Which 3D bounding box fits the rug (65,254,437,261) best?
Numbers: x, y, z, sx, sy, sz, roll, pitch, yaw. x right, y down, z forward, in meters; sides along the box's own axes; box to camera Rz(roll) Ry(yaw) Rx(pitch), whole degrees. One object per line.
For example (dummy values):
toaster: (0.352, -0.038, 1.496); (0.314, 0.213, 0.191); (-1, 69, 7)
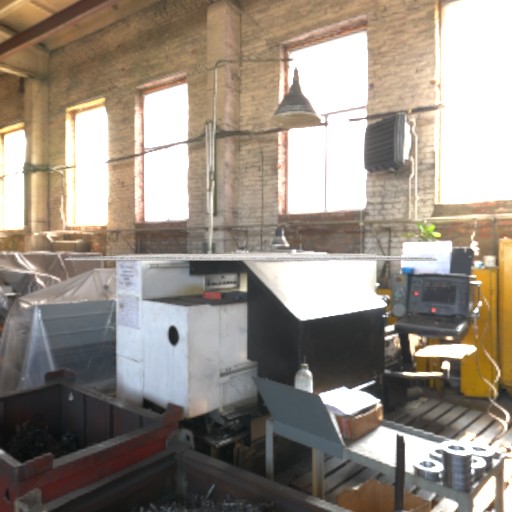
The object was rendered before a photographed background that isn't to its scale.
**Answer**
rug: (0.000, 0.000, 3.038); (1.536, 0.012, 2.431); (0, 1, 1)
